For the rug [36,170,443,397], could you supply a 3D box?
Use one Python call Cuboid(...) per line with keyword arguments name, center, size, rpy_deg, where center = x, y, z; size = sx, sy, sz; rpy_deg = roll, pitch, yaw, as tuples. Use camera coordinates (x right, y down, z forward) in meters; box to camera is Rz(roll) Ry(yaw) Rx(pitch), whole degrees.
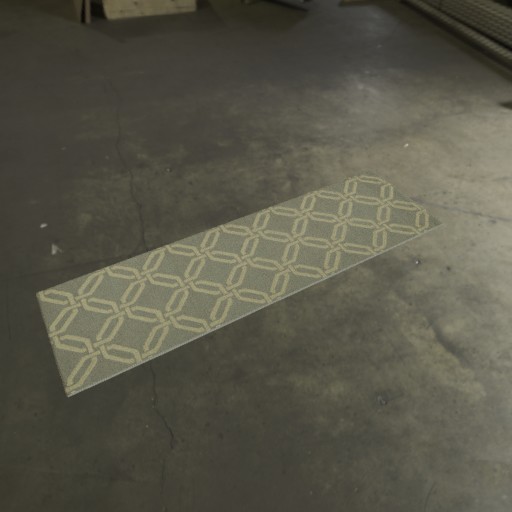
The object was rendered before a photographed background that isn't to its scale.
Cuboid(name="rug", center=(0.000, 0.000, 2.518), size=(2.276, 0.014, 0.678), rpy_deg=(-22, 49, -21))
